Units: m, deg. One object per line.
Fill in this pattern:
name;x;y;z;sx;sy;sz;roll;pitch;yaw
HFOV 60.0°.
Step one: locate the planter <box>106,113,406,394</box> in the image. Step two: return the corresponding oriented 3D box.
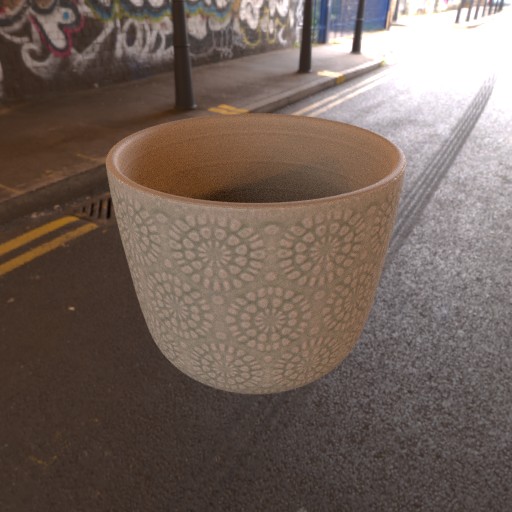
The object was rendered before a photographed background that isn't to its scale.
planter;0.000;0.000;0.217;0.124;0.109;0.124;0;31;0
